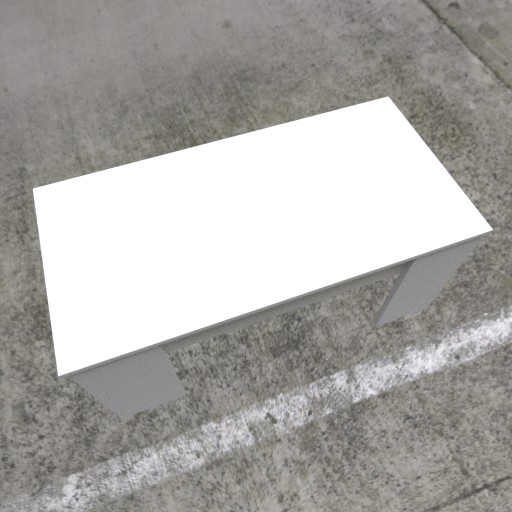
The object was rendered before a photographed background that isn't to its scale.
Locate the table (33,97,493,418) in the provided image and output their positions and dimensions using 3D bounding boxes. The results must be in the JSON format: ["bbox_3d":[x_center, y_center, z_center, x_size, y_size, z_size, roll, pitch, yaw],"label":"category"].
[{"bbox_3d":[0.000,0.000,1.257,1.000,0.440,0.500,-17,60,-10],"label":"table"}]
